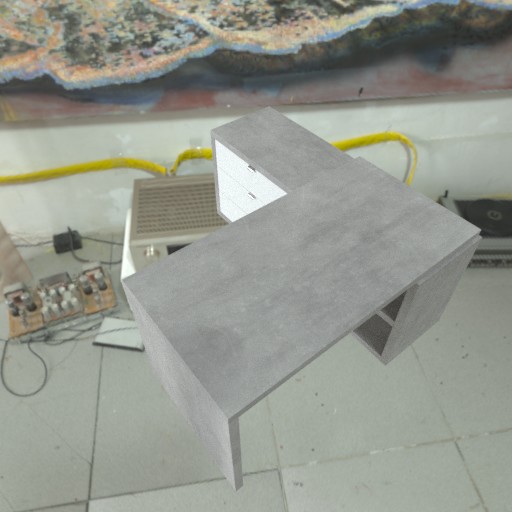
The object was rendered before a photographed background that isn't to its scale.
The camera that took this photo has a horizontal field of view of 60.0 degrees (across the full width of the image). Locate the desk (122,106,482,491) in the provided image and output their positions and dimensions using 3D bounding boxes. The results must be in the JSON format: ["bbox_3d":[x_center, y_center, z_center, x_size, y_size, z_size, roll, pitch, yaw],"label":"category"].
[{"bbox_3d":[0.000,0.000,2.302,1.400,0.740,1.500,-30,54,-25],"label":"desk"}]
